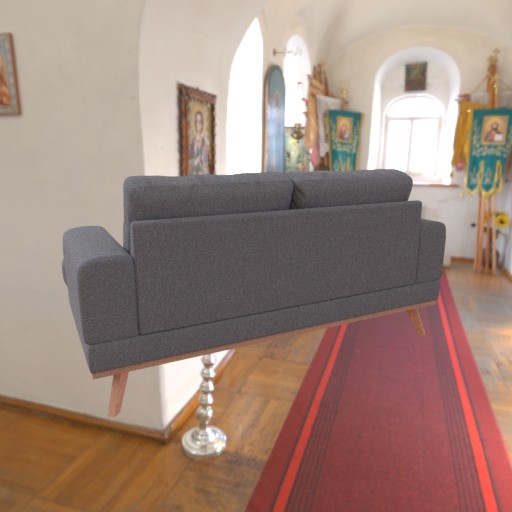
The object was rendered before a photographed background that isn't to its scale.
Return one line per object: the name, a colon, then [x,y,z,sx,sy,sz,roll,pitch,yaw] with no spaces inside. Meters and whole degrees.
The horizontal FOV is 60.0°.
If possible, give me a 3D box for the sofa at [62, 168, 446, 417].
sofa: [0.000,0.000,2.087,1.650,0.810,0.785,-7,16,-26]
